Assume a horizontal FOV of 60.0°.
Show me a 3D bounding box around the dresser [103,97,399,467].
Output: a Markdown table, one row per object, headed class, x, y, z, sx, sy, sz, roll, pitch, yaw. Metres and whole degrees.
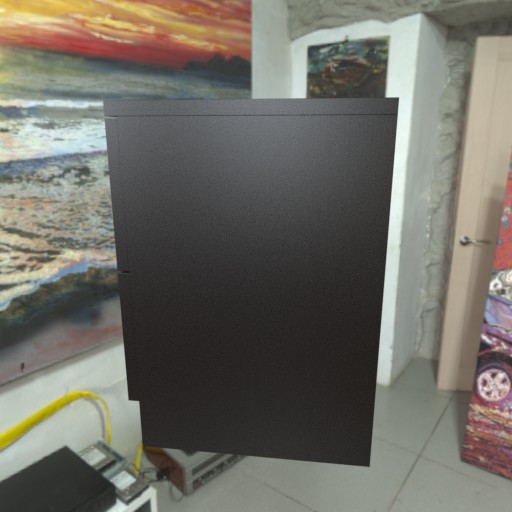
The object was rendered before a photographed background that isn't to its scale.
| class | x | y | z | sx | sy | sz | roll | pitch | yaw |
| --- | --- | --- | --- | --- | --- | --- | --- | --- | --- |
| dresser | 0.000 | 0.000 | 0.747 | 0.360 | 0.470 | 0.400 | 2 | 15 | 7 |
